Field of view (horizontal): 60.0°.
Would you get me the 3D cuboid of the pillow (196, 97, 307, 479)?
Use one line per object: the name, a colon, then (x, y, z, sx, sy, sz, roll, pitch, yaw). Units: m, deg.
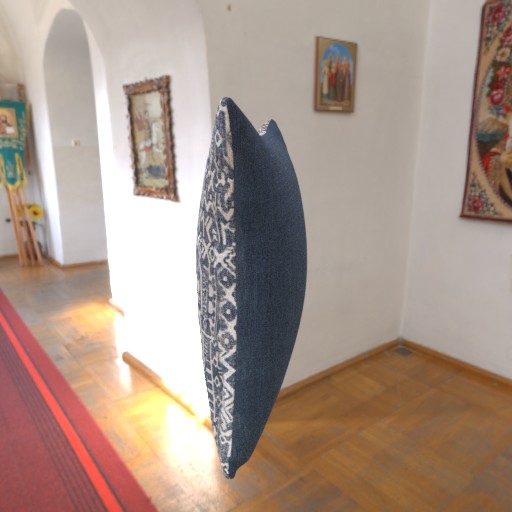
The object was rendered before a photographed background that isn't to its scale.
pillow: (0.000, 0.000, 0.782, 0.180, 0.487, 0.546, 2, 15, 7)
